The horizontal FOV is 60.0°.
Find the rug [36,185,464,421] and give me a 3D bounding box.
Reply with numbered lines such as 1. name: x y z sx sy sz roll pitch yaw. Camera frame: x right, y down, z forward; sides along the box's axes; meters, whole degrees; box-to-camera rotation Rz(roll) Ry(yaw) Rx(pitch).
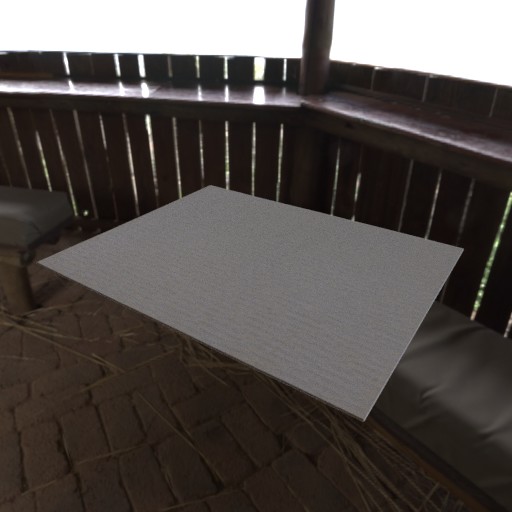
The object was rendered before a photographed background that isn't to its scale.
1. rug: 0.000 0.000 4.020 3.055 0.021 2.410 18 34 30
